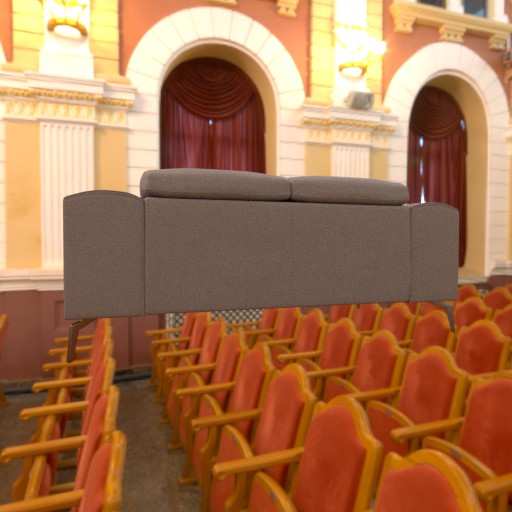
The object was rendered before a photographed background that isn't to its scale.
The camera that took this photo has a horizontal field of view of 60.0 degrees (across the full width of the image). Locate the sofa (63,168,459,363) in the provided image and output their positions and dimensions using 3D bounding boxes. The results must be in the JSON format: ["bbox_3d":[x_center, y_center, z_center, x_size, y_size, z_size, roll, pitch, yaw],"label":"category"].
[{"bbox_3d":[0.000,0.000,2.428,1.895,0.779,1.003,0,1,-19],"label":"sofa"}]
